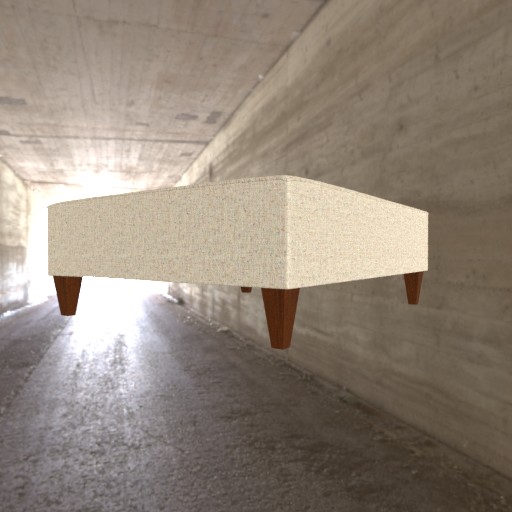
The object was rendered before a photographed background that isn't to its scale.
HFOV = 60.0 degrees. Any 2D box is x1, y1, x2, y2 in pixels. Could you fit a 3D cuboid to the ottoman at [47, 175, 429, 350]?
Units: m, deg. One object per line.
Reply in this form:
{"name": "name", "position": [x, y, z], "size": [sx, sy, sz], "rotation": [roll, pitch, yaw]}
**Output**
{"name": "ottoman", "position": [0.000, 0.000, 1.265], "size": [0.736, 0.303, 0.835], "rotation": [1, 1, 36]}
